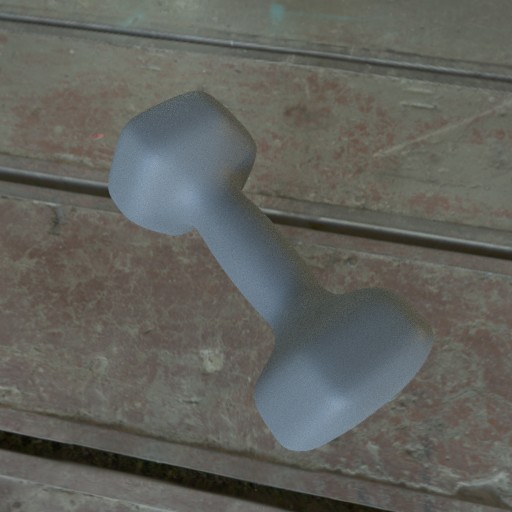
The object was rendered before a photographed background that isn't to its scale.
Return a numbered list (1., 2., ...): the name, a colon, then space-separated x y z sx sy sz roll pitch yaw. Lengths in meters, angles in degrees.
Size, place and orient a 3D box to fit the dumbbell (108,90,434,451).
1. dumbbell: 0.000 0.000 0.228 0.090 0.081 0.184 -32 67 -15
